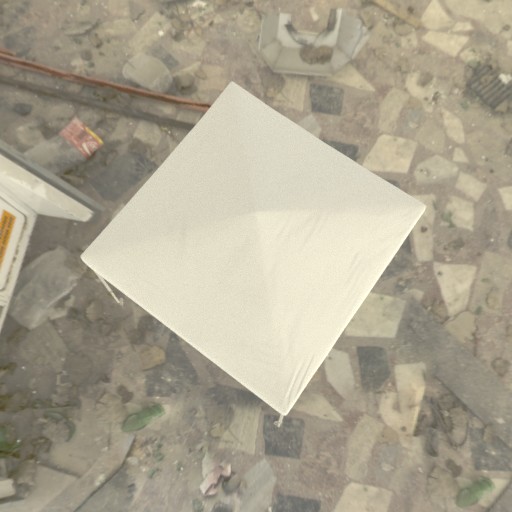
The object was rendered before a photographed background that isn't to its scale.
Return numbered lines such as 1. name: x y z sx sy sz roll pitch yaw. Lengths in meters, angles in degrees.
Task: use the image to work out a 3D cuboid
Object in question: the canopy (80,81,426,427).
1. canopy: 0.000 0.000 6.391 3.599 3.600 3.600 35 78 9
